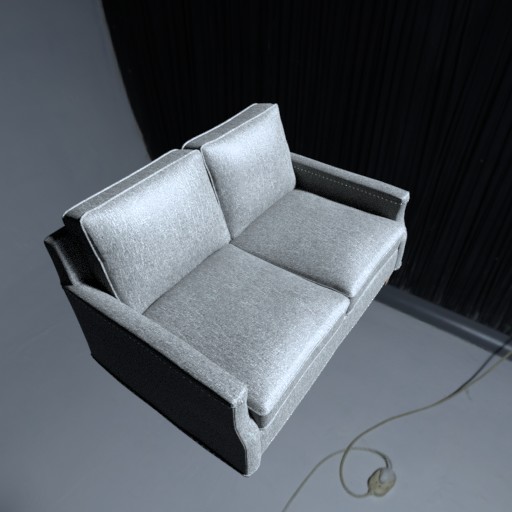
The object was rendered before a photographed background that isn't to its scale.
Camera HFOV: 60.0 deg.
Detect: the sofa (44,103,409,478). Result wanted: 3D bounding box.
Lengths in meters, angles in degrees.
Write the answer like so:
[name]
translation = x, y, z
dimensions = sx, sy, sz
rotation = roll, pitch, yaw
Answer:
[sofa]
translation = 0.000, 0.000, 2.250
dimensions = 1.084, 1.003, 1.597
rotation = 26, 48, 26
